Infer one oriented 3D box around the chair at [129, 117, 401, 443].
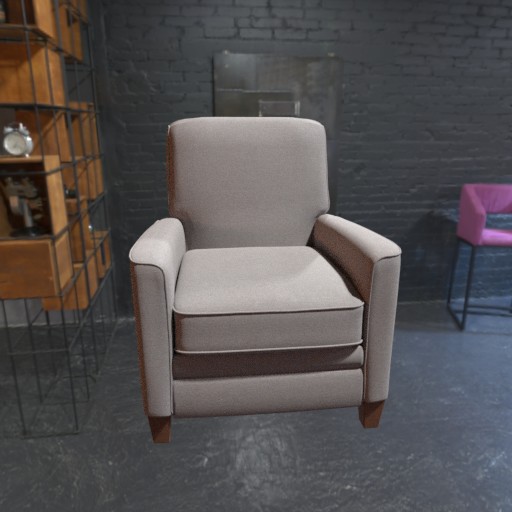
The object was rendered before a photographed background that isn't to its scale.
[{"bbox_3d":[0.000,0.000,1.688,0.845,1.023,0.859,-2,16,-6],"label":"chair"}]
